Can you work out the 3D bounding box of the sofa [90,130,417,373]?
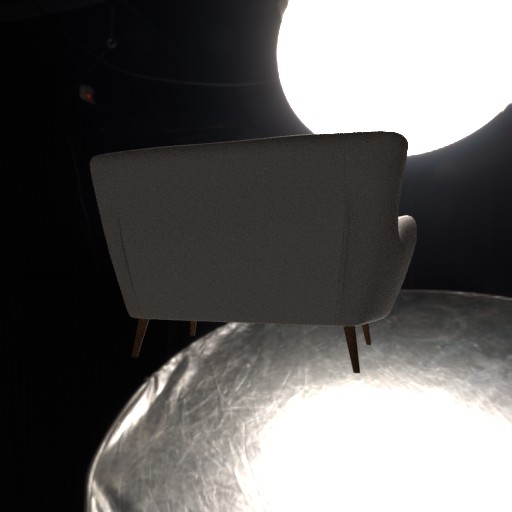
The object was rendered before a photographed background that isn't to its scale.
[{"bbox_3d":[0.000,0.000,2.036,1.424,0.878,0.921,0,-1,17],"label":"sofa"}]
